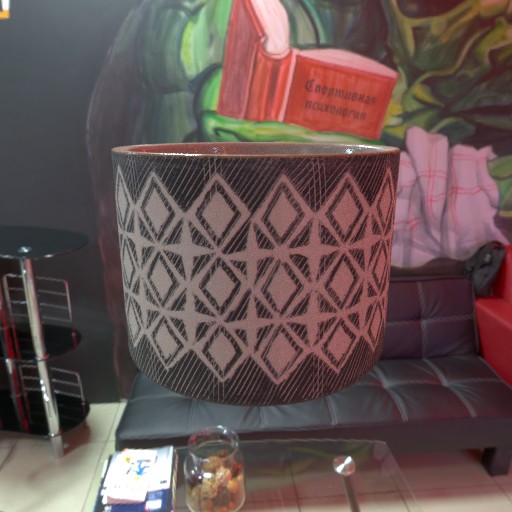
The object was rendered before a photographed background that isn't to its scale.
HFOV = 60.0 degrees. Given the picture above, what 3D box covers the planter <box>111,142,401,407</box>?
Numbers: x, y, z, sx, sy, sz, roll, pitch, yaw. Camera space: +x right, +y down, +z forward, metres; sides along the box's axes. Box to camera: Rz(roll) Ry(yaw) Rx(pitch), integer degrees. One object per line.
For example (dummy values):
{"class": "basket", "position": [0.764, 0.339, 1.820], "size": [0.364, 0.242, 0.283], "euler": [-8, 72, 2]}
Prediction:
{"class": "planter", "position": [0.000, 0.000, 0.217], "size": [0.126, 0.104, 0.126], "euler": [0, 16, 0]}
